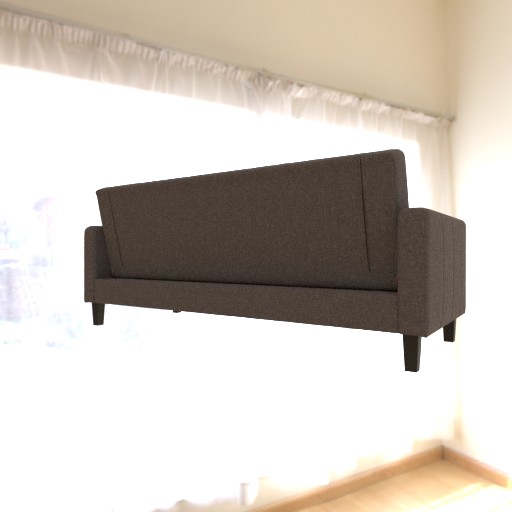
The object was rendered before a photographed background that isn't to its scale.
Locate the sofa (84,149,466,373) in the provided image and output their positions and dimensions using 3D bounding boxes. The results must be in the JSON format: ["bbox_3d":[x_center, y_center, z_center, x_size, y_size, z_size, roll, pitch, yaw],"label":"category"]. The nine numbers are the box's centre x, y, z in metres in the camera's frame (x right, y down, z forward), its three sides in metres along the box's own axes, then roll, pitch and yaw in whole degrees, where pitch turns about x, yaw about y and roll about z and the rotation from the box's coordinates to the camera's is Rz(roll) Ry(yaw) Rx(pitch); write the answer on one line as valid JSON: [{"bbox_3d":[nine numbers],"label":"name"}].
[{"bbox_3d":[0.000,0.000,2.465,2.040,0.850,0.810,0,0,34],"label":"sofa"}]
